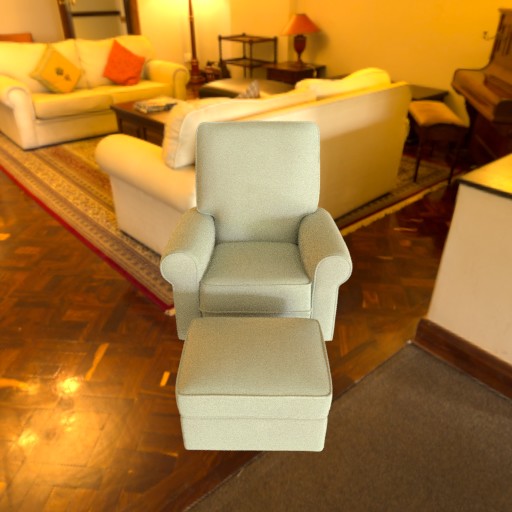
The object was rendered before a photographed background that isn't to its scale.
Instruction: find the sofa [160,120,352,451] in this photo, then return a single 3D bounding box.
[{"bbox_3d":[0.000,0.000,2.090,0.880,0.959,1.478,0,31,0],"label":"sofa"}]
